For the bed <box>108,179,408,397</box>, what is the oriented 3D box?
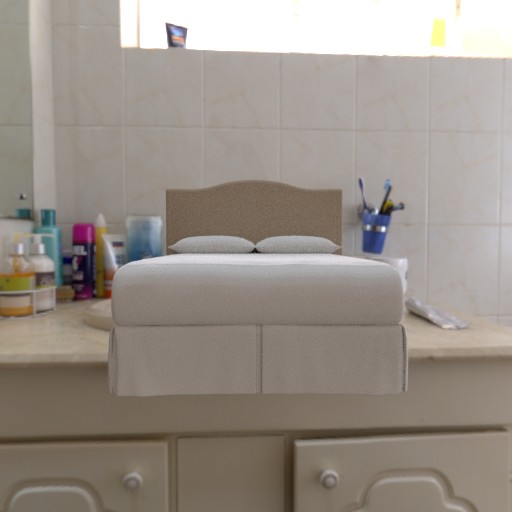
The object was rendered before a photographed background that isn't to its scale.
[{"bbox_3d":[0.000,0.000,3.284,1.678,1.398,2.052,0,2,-1],"label":"bed"}]
